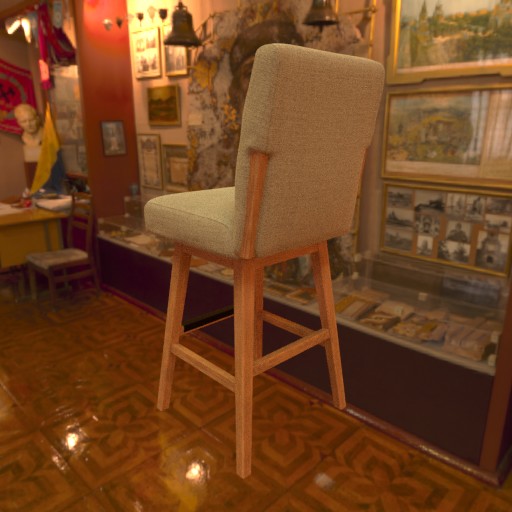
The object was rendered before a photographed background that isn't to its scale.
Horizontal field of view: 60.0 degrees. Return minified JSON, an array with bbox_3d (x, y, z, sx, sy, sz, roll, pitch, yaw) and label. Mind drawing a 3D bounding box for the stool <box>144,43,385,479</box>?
[{"bbox_3d":[0.000,0.000,1.371,0.483,1.106,0.569,-15,22,-41],"label":"stool"}]
